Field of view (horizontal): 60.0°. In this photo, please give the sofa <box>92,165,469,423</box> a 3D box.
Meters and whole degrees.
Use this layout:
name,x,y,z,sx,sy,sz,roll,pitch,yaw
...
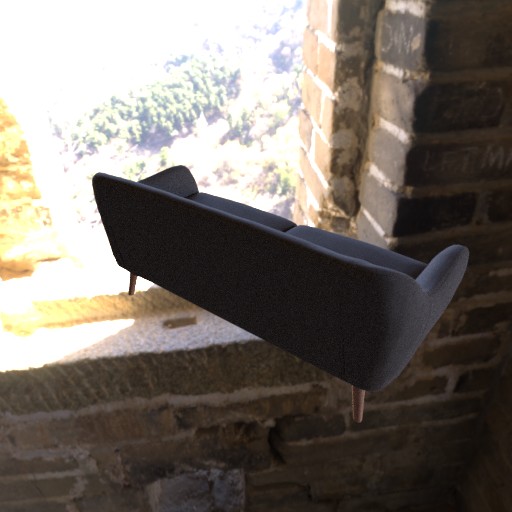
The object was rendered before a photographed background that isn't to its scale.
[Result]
name,x,y,z,sx,sy,sz,roll,pitch,yaw
sofa,0.000,0.000,2.253,1.840,0.820,0.820,21,37,32
